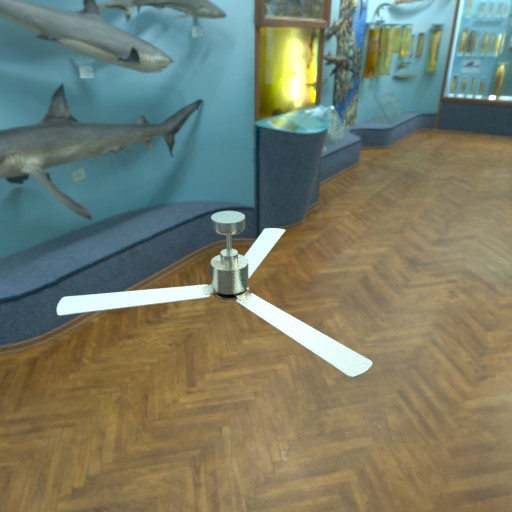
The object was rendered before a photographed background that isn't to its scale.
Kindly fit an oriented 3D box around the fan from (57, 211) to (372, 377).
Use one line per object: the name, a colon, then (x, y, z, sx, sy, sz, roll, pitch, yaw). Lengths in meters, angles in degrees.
fan: (0.000, 0.000, 2.350, 1.531, 0.446, 1.561, 18, 31, 32)
